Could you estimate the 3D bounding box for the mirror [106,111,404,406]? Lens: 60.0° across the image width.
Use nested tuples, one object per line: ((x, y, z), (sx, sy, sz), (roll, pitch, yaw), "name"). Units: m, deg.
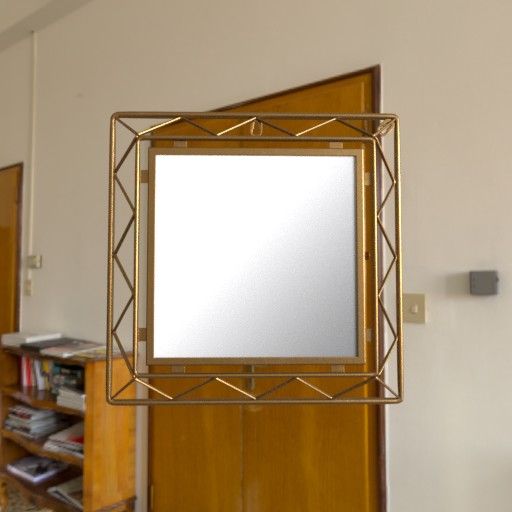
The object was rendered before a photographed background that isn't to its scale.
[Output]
((0.000, 0.000, 0.610), (0.416, 0.414, 0.046), (0, -3, -1), "mirror")
